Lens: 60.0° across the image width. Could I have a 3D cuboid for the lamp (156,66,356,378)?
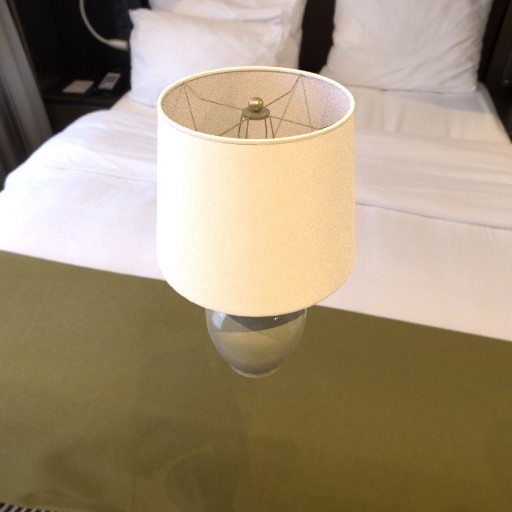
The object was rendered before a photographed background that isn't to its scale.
[{"bbox_3d":[0.000,0.000,0.555,0.239,0.399,0.239,0,40,0],"label":"lamp"}]
